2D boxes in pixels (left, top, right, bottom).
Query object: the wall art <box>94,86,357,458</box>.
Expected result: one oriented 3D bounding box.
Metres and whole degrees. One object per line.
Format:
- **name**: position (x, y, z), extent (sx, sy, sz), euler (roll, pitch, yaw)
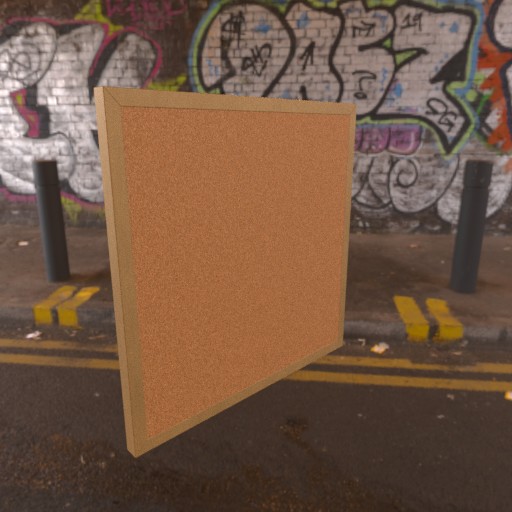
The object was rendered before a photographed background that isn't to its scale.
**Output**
- **wall art**: position (0.000, 0.000, 1.131), extent (0.763, 0.763, 0.037), euler (-15, 21, -42)
